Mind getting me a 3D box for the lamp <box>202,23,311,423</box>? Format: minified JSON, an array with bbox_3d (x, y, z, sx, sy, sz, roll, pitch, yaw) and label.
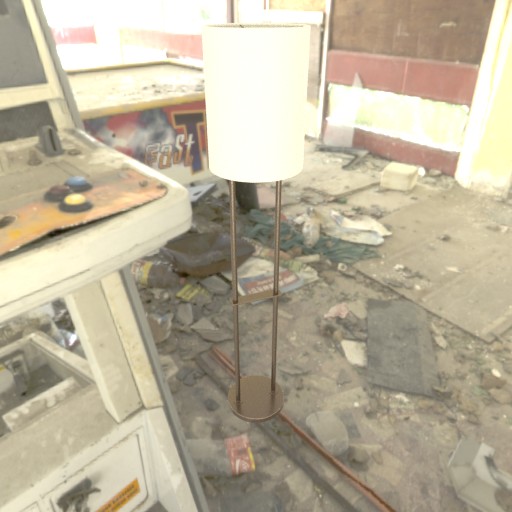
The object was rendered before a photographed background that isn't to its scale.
[{"bbox_3d":[0.000,0.000,1.622,0.306,1.500,0.305,-10,32,-17],"label":"lamp"}]
